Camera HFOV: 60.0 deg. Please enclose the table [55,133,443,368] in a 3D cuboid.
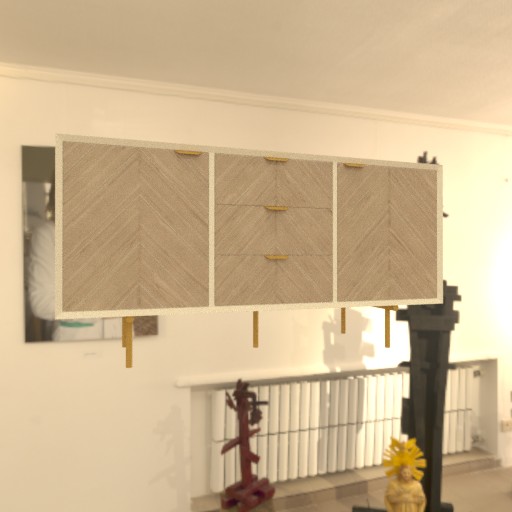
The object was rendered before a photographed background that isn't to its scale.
[{"bbox_3d":[0.000,0.000,1.868,1.500,0.769,0.508,0,0,-19],"label":"table"}]
